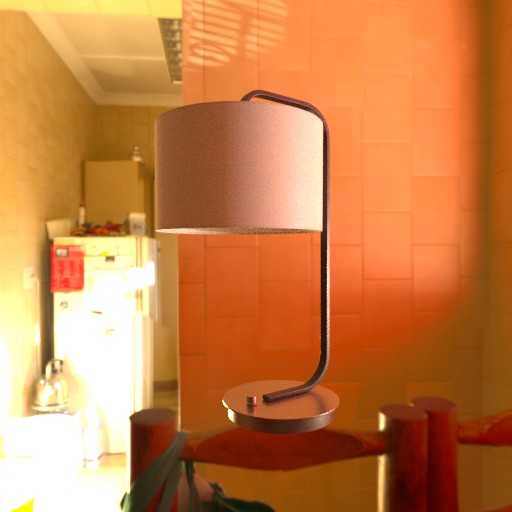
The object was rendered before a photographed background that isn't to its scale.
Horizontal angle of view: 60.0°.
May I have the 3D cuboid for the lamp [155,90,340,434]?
[{"bbox_3d":[0.000,0.000,0.637,0.288,0.473,0.230,-1,1,-37],"label":"lamp"}]
